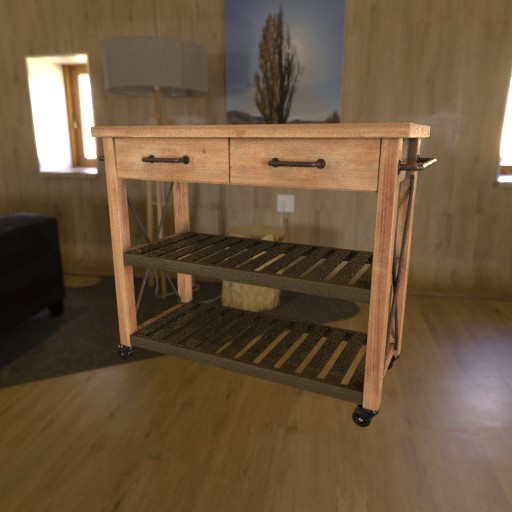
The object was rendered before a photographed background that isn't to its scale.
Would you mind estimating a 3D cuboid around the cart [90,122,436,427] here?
[{"bbox_3d":[0.000,0.000,0.986,0.686,0.554,0.298,7,17,25],"label":"cart"}]
